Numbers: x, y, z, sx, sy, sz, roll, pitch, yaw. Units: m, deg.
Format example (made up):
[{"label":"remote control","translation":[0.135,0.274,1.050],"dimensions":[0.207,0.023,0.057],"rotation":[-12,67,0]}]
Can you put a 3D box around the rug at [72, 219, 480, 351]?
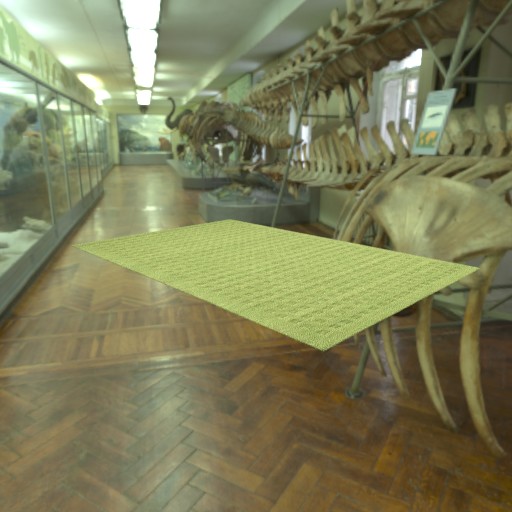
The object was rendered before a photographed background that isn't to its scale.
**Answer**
[{"label":"rug","translation":[0.000,0.000,2.942],"dimensions":[1.529,0.007,2.297],"rotation":[-14,20,-42]}]
